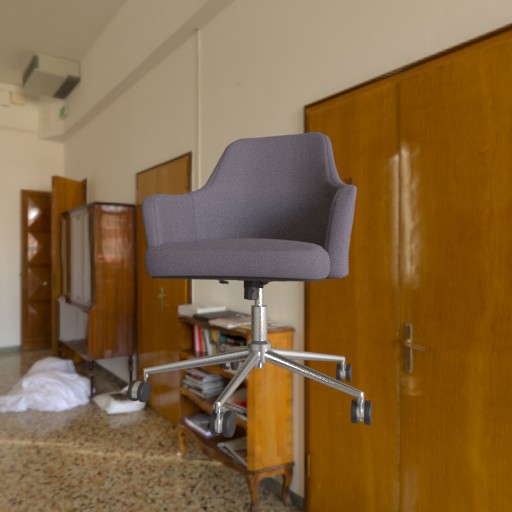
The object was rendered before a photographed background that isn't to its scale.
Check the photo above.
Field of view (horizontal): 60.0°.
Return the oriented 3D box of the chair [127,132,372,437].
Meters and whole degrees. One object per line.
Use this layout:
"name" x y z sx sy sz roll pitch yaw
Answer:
"chair" 0.000 0.000 1.272 0.655 0.820 0.600 0 0 19
